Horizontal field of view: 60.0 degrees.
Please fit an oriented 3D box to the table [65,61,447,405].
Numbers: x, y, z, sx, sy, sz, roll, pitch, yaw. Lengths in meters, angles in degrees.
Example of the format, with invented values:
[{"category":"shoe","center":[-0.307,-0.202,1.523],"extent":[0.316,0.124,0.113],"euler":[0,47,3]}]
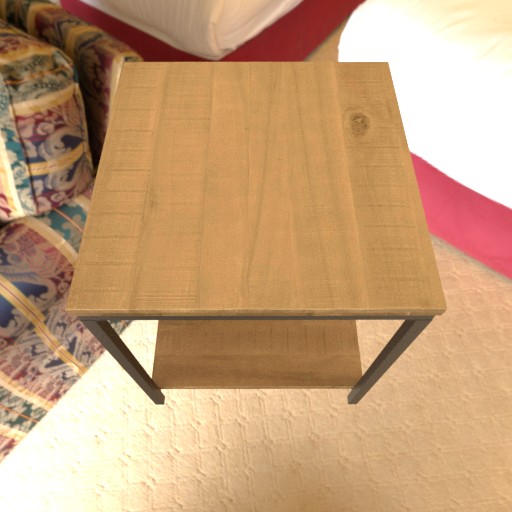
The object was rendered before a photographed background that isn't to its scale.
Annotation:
[{"category":"table","center":[0.000,0.000,0.965],"extent":[0.503,0.589,0.507],"euler":[0,60,0]}]
